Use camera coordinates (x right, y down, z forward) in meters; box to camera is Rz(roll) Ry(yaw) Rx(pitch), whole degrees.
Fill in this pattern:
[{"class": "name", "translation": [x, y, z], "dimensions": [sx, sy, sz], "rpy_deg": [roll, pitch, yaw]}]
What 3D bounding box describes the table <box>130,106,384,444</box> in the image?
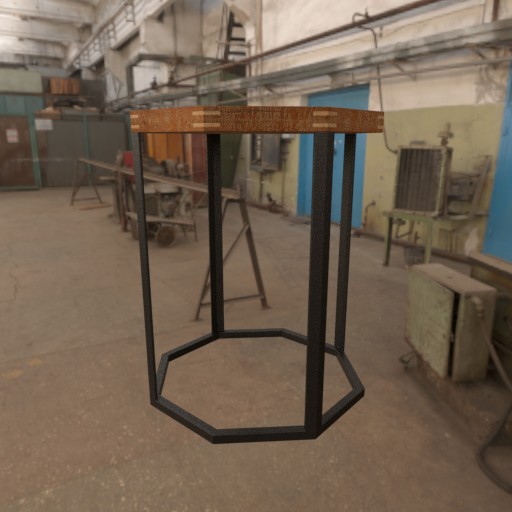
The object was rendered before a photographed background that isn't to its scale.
[{"class": "table", "translation": [0.000, 0.000, 0.889], "dimensions": [0.458, 0.543, 0.458], "rpy_deg": [-7, 17, -26]}]
